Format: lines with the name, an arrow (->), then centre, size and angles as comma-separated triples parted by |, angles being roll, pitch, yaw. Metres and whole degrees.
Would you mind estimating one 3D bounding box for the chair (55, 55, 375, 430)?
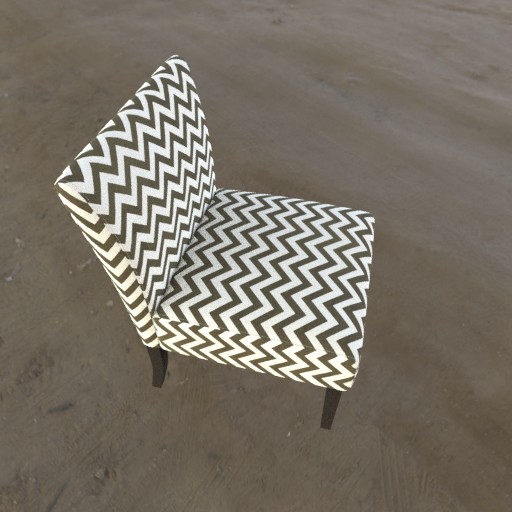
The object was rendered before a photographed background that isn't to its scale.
chair -> 0.000, 0.000, 1.256 | 0.648, 0.838, 0.589 | 11, 48, 10
